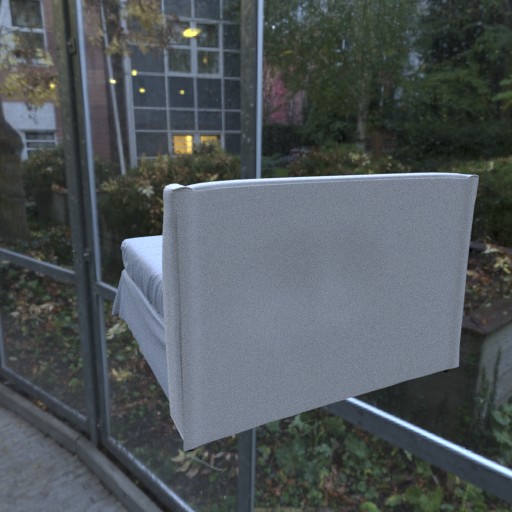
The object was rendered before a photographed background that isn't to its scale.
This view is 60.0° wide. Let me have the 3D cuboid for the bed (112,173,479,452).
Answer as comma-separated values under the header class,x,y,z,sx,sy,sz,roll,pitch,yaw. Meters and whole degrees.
class,x,y,z,sx,sy,sz,roll,pitch,yaw
bed,0.000,0.000,3.388,1.925,1.332,2.276,-7,15,-26
